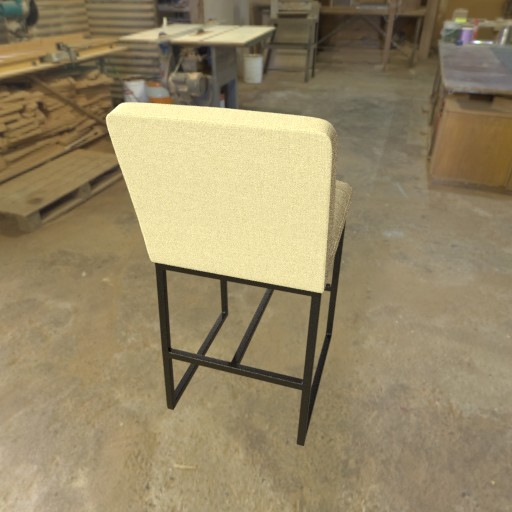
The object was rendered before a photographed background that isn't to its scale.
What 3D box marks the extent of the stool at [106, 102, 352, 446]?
[{"bbox_3d":[0.000,0.000,1.273,0.460,0.940,0.560,10,33,15],"label":"stool"}]
